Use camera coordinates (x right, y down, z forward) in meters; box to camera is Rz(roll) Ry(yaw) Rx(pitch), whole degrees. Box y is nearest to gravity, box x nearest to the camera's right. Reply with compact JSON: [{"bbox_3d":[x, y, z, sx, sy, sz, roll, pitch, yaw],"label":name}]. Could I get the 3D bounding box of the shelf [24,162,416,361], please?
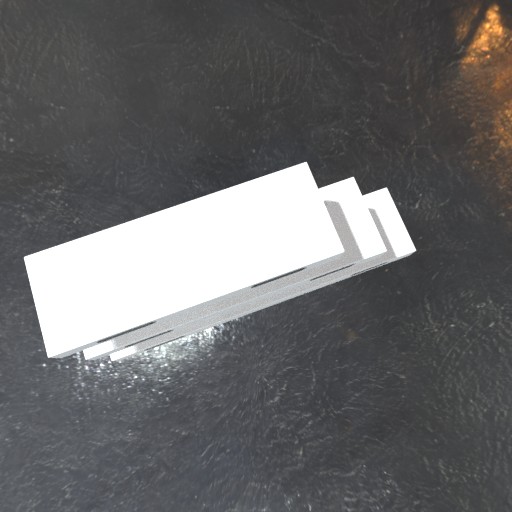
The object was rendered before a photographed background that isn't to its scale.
[{"bbox_3d":[0.000,0.000,0.743,0.610,0.293,0.140,-19,77,-5],"label":"shelf"}]
